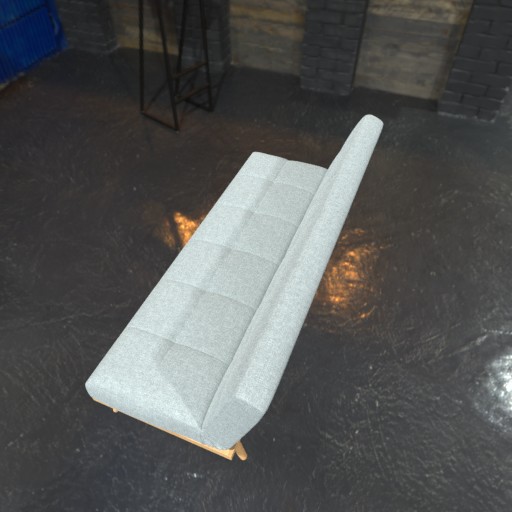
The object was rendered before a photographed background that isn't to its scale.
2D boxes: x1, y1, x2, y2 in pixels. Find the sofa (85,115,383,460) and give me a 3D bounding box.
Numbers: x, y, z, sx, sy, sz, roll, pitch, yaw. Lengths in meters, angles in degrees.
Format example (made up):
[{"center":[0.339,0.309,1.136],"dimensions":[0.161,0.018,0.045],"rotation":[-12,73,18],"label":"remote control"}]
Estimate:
[{"center":[0.000,0.000,2.249],"dimensions":[0.800,0.800,1.820],"rotation":[17,49,15],"label":"sofa"}]
